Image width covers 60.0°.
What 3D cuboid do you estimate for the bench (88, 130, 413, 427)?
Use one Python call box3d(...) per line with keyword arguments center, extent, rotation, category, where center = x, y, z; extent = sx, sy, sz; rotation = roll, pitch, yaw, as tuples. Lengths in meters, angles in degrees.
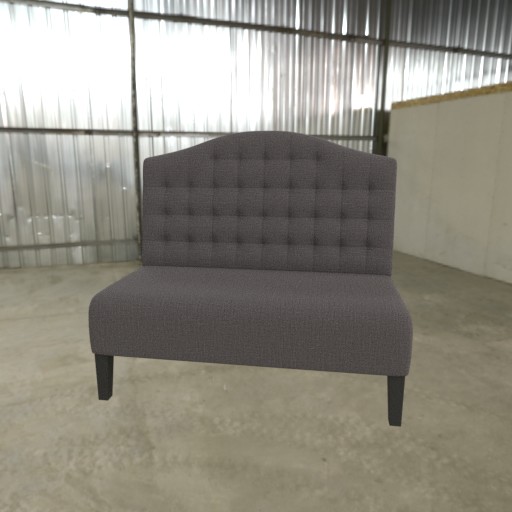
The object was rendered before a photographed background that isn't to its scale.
box3d(center=(0.000, 0.000, 2.108), extent=(1.335, 1.180, 0.815), rotation=(2, 13, 9), category="bench")
